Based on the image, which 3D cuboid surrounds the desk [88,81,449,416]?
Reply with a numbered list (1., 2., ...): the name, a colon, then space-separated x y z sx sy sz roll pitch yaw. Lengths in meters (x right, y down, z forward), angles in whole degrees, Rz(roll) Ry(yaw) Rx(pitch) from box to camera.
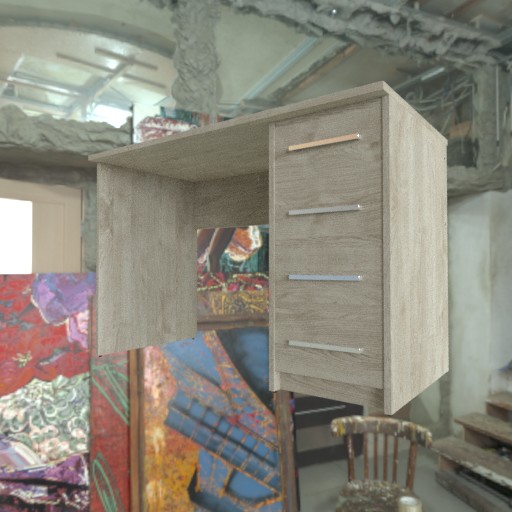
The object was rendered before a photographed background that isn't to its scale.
1. desk: 0.000 0.000 1.494 1.096 0.730 0.560 -1 -2 36
